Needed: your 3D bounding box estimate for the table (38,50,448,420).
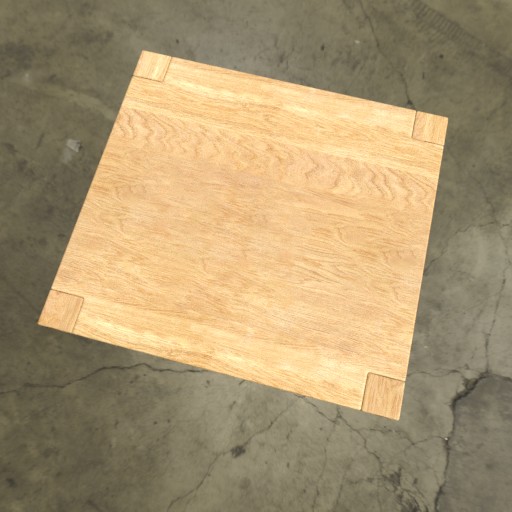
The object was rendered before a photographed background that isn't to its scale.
[{"bbox_3d":[0.000,0.000,0.837,0.480,0.450,0.440,14,75,4],"label":"table"}]
